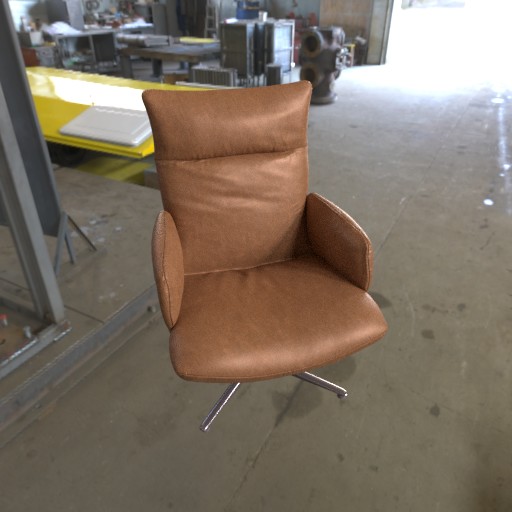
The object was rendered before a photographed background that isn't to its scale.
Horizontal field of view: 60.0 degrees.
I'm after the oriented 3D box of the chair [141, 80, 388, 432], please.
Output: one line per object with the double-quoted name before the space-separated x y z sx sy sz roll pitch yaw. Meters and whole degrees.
"chair" 0.000 0.000 1.555 0.711 1.027 0.794 -9 33 -14
